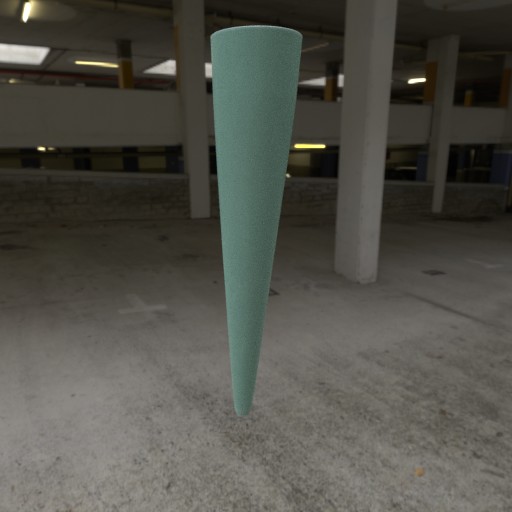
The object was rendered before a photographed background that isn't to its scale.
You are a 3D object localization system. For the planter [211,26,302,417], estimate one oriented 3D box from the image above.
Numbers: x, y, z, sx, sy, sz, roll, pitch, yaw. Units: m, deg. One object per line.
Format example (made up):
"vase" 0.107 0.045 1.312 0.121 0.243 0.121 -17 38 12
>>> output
"planter" 0.000 0.000 0.296 0.054 0.268 0.055 -9 17 -29
